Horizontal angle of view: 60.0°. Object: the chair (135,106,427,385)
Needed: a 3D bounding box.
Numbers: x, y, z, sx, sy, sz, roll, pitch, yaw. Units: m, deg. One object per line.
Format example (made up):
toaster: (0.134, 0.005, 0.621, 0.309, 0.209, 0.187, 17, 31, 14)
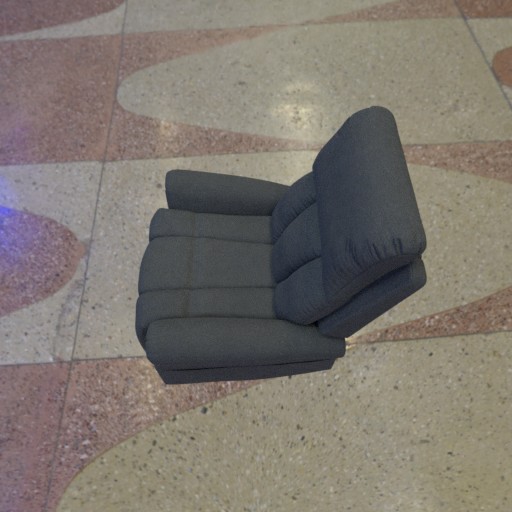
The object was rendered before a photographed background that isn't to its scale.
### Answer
chair: (0.000, 0.000, 1.765, 0.979, 1.031, 0.871, -1, 58, 0)
